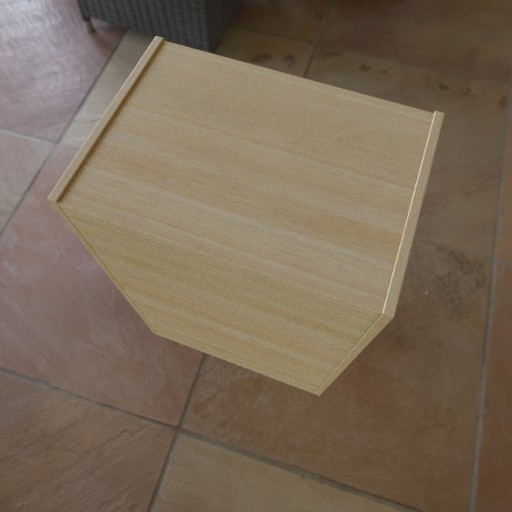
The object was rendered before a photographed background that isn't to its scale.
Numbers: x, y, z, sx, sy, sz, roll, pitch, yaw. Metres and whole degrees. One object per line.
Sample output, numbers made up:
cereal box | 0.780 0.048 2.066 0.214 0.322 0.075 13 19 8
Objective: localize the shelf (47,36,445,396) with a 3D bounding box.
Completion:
shelf | 0.000 0.000 0.810 0.414 0.592 0.290 19 66 8
